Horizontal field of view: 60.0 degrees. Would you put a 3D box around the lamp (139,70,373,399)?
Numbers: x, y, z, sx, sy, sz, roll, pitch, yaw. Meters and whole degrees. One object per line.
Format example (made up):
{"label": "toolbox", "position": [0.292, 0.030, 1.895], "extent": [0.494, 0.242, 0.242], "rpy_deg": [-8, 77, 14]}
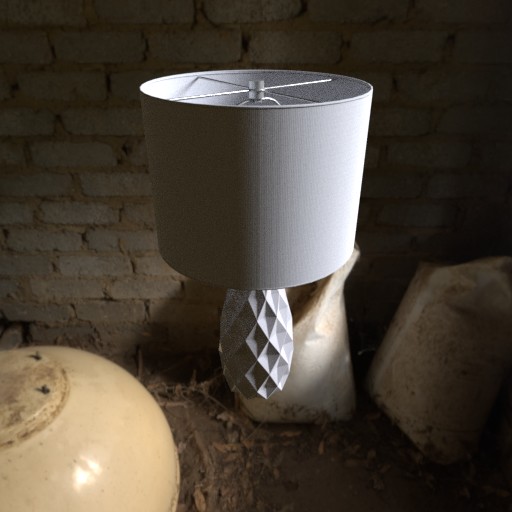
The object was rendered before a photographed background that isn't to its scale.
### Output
{"label": "lamp", "position": [0.000, 0.000, 0.703], "extent": [0.297, 0.522, 0.297], "rpy_deg": [0, 29, 0]}
